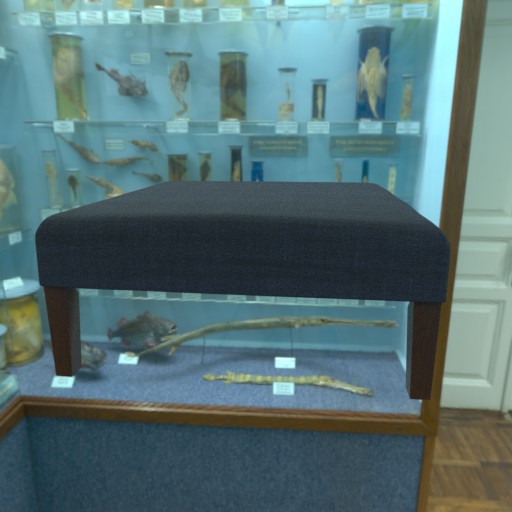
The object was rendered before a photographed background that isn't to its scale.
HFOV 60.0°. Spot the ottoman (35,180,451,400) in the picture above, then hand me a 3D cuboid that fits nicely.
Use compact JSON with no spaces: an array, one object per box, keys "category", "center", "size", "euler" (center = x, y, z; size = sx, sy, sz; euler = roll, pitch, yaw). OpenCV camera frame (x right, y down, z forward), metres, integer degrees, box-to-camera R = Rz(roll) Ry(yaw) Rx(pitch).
[{"category":"ottoman","center":[0.000,0.000,1.380],"size":[0.890,0.411,0.889],"euler":[2,15,7]}]
